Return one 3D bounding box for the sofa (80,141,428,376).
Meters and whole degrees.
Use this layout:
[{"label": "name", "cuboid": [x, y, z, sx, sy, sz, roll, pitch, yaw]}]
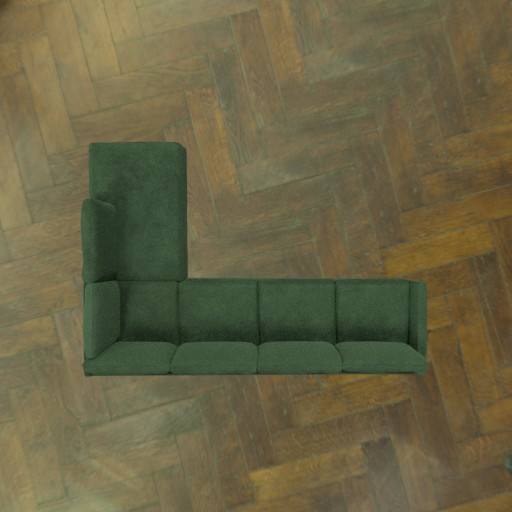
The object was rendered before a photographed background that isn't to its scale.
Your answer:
[{"label": "sofa", "cuboid": [0.000, 0.000, 3.304, 2.486, 0.687, 1.707, 0, 90, -1]}]
